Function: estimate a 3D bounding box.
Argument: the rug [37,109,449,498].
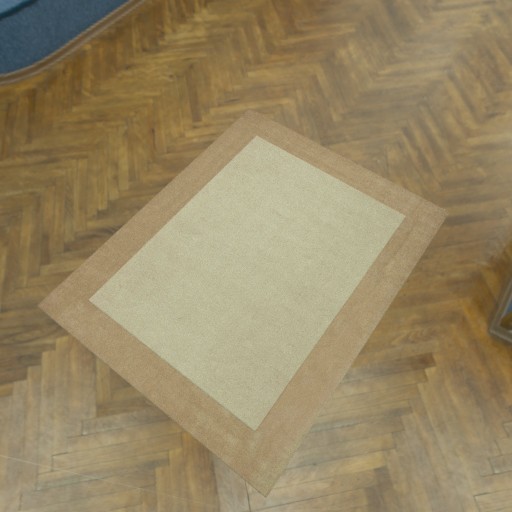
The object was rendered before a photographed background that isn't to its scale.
[{"bbox_3d":[0.000,0.000,4.066,2.438,0.014,3.048,33,65,18],"label":"rug"}]
